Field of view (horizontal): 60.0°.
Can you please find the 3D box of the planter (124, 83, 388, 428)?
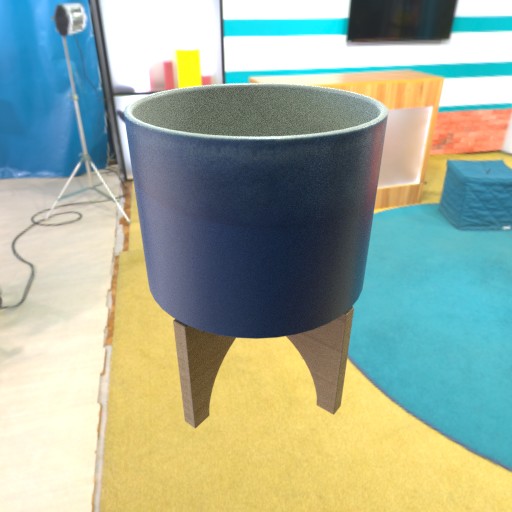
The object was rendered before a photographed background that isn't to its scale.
[{"bbox_3d":[0.000,0.000,0.397,0.192,0.263,0.192,0,30,0],"label":"planter"}]
